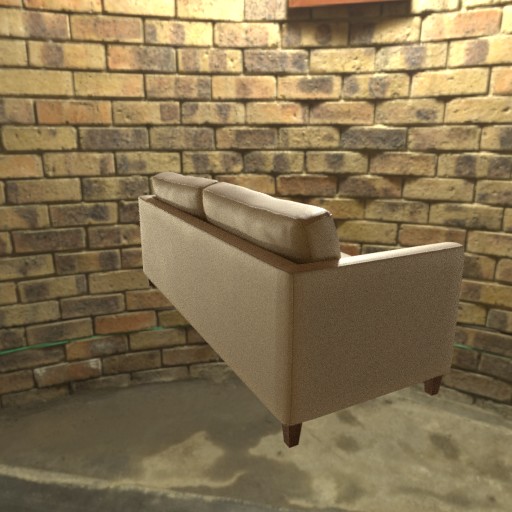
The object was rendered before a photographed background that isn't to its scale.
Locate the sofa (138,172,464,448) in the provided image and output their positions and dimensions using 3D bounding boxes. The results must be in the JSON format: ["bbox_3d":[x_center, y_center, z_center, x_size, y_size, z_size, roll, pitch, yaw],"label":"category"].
[{"bbox_3d":[0.000,0.000,2.834,0.951,0.968,2.361,-8,17,-26],"label":"sofa"}]
